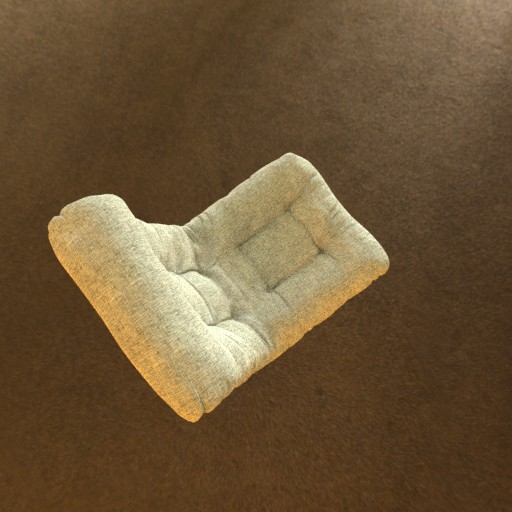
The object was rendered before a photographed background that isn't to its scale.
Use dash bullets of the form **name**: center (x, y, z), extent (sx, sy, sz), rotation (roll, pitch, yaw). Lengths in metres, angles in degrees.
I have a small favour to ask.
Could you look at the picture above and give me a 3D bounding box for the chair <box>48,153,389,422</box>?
- **chair**: center (0.000, 0.000, 0.967), extent (0.583, 0.600, 0.400), rotation (-36, 78, -9)
